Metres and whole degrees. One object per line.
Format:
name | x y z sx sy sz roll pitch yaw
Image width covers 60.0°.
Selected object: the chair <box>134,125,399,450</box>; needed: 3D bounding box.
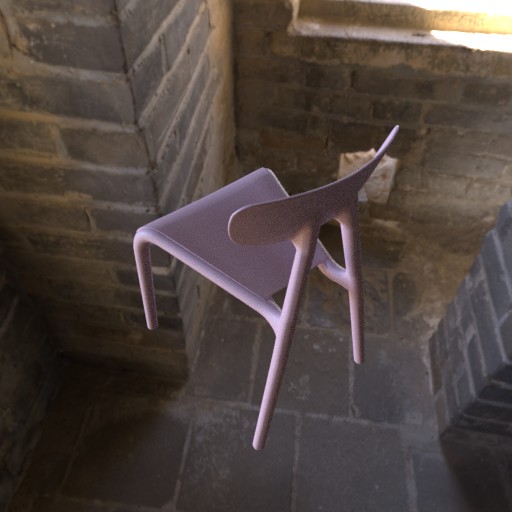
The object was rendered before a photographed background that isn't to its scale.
chair | 0.000 0.000 0.828 0.356 0.580 0.401 -31 54 -26
